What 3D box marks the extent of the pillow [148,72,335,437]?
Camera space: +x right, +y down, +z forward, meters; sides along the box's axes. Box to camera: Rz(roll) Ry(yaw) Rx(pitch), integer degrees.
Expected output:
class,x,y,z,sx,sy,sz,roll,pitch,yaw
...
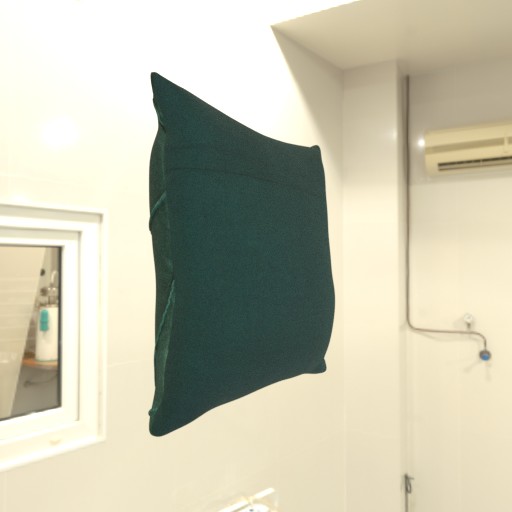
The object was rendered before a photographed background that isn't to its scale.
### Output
class,x,y,z,sx,sy,sz,roll,pitch,yaw
pillow,0.000,0.000,0.695,0.184,0.440,0.439,-1,-2,35
